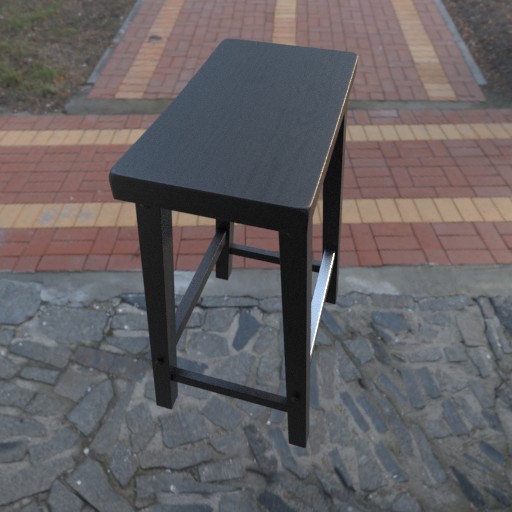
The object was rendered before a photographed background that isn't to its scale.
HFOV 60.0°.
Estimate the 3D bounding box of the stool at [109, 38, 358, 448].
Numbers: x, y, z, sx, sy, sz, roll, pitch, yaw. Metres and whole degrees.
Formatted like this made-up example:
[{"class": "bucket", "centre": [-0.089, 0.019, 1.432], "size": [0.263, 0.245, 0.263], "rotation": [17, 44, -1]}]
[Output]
[{"class": "stool", "centre": [0.000, 0.000, 0.823], "size": [0.322, 0.610, 0.406], "rotation": [12, 48, 11]}]
